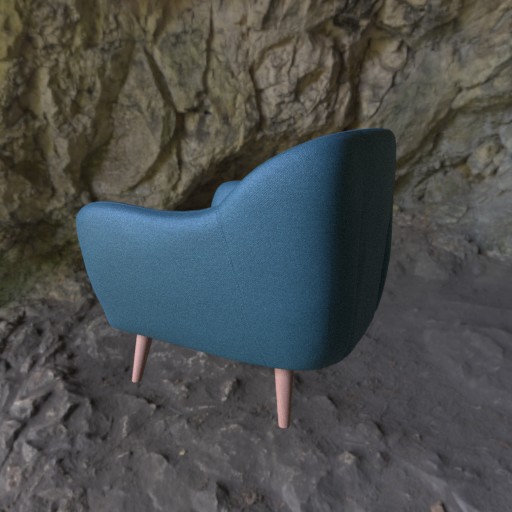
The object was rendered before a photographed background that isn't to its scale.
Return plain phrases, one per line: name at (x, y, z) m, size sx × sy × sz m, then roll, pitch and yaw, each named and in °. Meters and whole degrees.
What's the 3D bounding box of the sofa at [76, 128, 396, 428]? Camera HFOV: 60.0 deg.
sofa at (0.000, 0.000, 1.495) m, size 0.825 × 0.817 × 0.836 m, roll 7°, pitch 16°, yaw 26°
